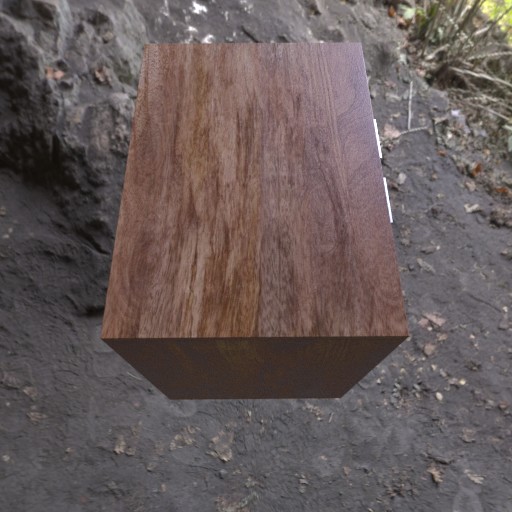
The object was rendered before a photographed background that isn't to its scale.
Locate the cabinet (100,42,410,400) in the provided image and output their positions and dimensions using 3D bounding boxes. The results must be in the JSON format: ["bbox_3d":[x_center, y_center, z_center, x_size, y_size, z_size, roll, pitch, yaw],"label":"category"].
[{"bbox_3d":[0.000,0.000,1.148,0.473,0.758,0.647,0,64,0],"label":"cabinet"}]
